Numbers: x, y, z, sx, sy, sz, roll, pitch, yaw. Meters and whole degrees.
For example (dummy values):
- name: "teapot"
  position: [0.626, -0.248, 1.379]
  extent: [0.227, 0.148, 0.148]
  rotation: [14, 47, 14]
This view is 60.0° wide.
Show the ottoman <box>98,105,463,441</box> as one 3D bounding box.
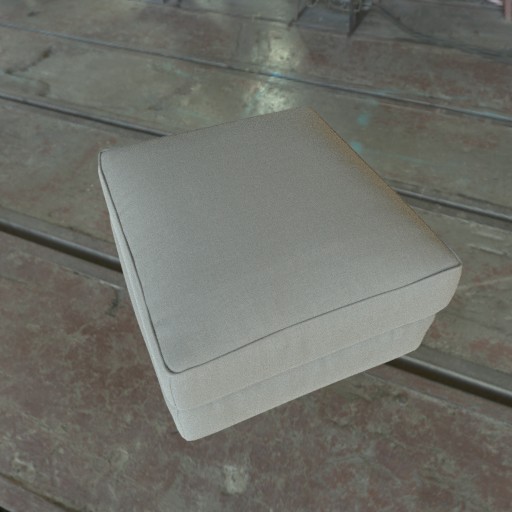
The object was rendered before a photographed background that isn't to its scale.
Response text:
- name: "ottoman"
  position: [0.000, 0.000, 1.152]
  extent: [0.662, 0.505, 0.716]
  rotation: [-17, 50, -15]
